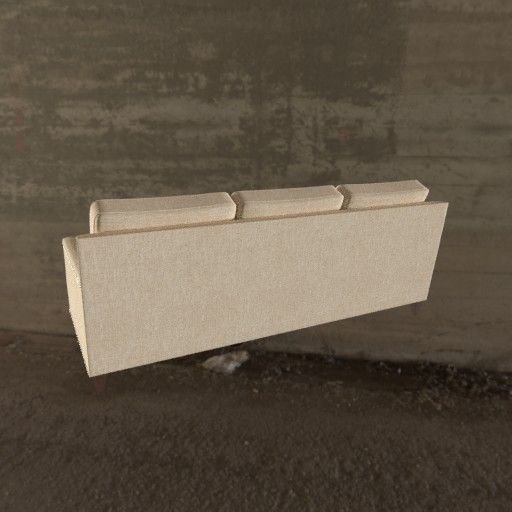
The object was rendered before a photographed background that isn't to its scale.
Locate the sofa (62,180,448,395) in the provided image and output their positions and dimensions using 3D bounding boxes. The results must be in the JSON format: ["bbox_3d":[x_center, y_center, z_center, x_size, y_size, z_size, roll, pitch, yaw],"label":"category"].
[{"bbox_3d":[0.000,0.000,2.844,2.210,0.940,1.041,-8,17,-26],"label":"sofa"}]
